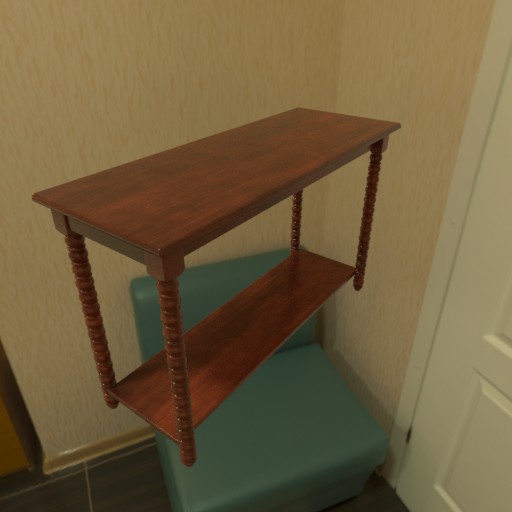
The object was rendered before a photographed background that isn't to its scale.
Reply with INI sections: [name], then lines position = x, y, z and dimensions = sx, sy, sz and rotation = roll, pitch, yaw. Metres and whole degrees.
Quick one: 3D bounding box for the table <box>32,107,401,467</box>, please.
[table]
position = 0.000, 0.000, 1.524
dimensions = 0.459, 0.740, 1.184
rotation = 21, 36, 31
